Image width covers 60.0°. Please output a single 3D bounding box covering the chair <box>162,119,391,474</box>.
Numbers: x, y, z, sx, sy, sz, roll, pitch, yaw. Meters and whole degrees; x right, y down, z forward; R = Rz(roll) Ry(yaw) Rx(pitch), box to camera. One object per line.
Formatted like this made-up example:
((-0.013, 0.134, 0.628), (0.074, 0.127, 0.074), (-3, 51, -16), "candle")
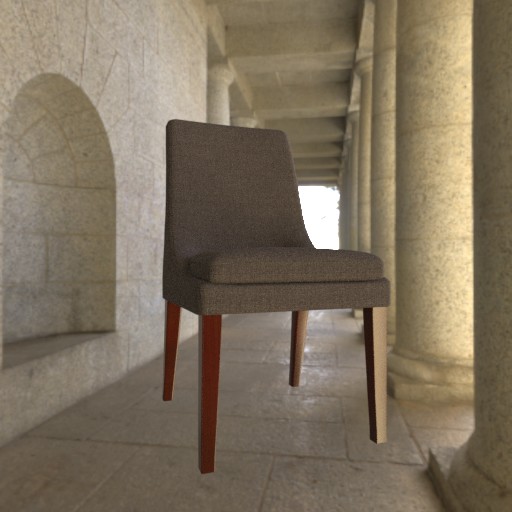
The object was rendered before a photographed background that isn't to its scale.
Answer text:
((0.000, 0.000, 1.341), (0.508, 0.952, 0.655), (0, 0, -20), "chair")
